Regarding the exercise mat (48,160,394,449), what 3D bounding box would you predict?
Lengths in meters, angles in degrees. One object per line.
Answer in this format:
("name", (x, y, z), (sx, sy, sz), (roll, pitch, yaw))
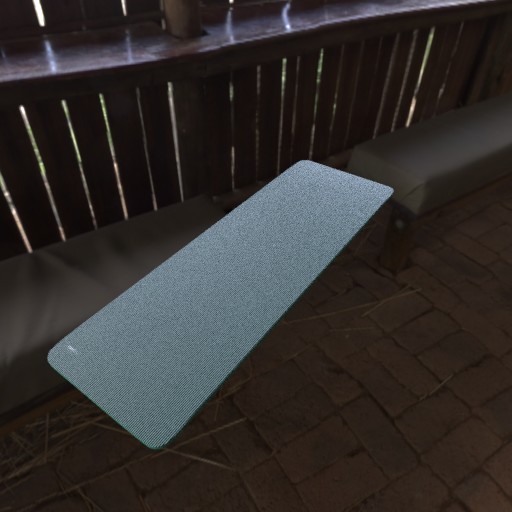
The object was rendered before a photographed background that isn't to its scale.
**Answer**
("exercise mat", (0.000, 0.000, 2.070), (0.616, 0.021, 1.869), (25, 47, 26))
